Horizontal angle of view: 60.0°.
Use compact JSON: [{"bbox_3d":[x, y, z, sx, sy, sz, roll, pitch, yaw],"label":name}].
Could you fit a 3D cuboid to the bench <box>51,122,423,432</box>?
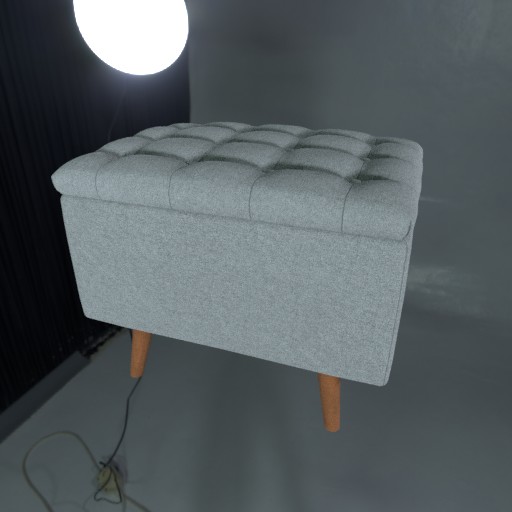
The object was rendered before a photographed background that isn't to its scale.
[{"bbox_3d":[0.000,0.000,0.891,0.572,0.469,0.417,9,28,18],"label":"bench"}]
